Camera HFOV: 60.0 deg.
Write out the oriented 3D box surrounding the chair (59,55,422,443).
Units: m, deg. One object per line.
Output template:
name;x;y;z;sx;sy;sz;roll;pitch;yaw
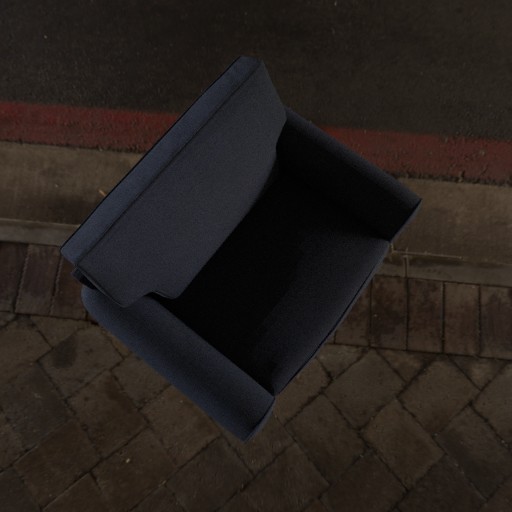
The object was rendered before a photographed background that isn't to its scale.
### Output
chair;0.000;0.000;1.987;0.963;1.044;1.285;37;77;10
